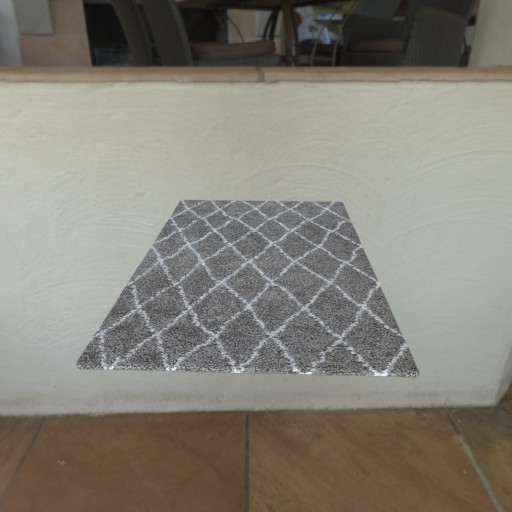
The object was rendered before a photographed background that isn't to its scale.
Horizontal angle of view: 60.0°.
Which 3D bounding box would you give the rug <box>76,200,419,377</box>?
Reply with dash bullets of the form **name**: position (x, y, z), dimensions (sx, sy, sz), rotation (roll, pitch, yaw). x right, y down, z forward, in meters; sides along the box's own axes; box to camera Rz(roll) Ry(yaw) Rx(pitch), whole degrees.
- **rug**: position (0.000, 0.000, 3.053), dimensions (1.524, 0.030, 2.438), rotation (1, 25, 2)
